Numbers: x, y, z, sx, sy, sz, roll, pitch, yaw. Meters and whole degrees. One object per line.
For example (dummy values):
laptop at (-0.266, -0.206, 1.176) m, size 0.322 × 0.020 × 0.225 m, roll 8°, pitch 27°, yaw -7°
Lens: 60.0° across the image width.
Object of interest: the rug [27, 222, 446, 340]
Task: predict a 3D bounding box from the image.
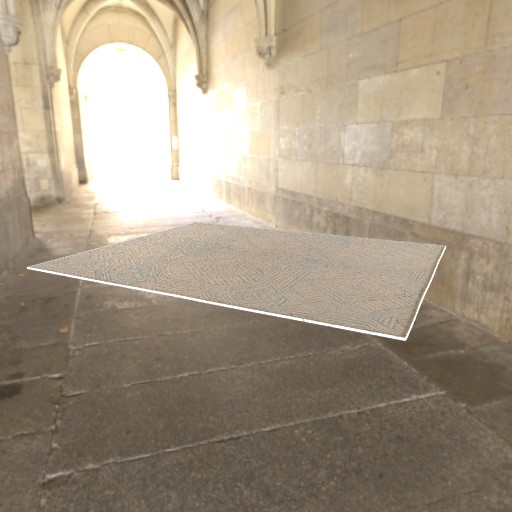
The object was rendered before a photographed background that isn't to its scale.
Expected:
rug at (0.000, 0.000, 4.086) m, size 3.049 × 0.015 × 2.457 m, roll 7°, pitch 16°, yaw 26°
